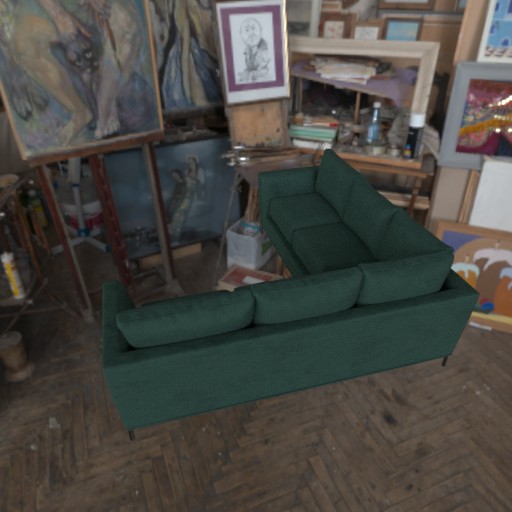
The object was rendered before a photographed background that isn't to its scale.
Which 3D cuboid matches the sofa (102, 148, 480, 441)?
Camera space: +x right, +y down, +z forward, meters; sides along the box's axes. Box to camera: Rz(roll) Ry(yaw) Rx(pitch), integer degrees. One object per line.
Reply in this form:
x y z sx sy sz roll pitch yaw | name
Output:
0.000 0.000 3.818 2.452 1.004 2.468 -9 34 -13 | sofa
